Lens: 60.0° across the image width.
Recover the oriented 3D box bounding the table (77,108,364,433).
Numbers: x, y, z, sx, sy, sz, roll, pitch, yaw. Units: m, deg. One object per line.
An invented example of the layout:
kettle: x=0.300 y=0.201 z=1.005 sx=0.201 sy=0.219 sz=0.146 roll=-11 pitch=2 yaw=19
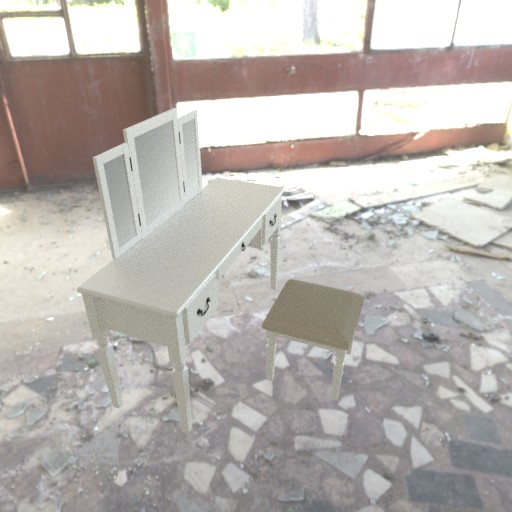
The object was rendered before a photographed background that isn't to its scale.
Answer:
table: x=0.000 y=0.000 z=2.297 sx=1.115 sy=1.310 sz=1.369 roll=12 pitch=33 yaw=18
